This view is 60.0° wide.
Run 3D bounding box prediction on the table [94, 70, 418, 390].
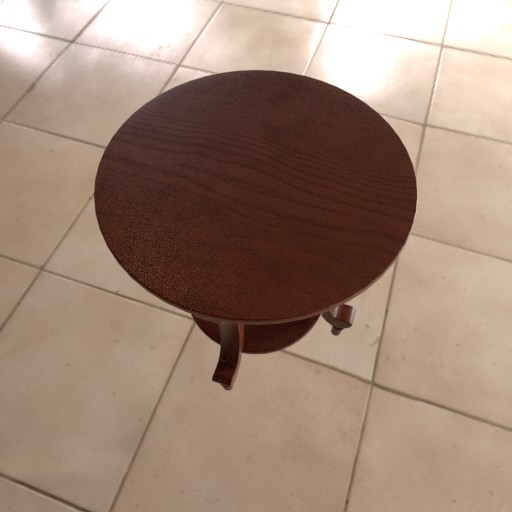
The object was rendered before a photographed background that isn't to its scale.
[{"bbox_3d":[0.000,0.000,1.090,0.597,0.612,0.597,0,59,0],"label":"table"}]
